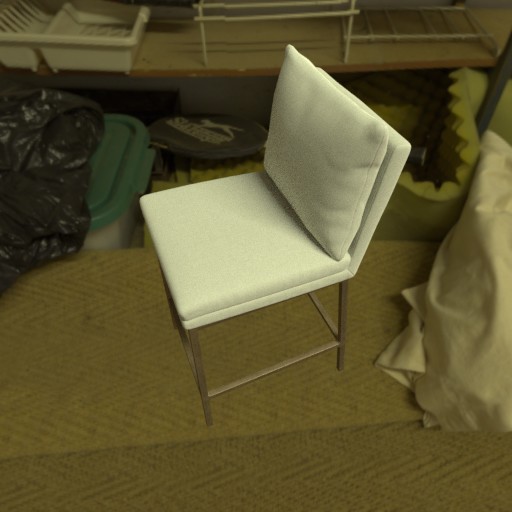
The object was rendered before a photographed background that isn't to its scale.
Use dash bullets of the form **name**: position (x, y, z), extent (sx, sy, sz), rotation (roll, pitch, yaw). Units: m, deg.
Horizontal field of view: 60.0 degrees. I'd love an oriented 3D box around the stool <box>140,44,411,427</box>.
- **stool**: position (0.000, 0.000, 1.341), extent (0.572, 1.032, 0.463), rotation (-17, 49, -15)
